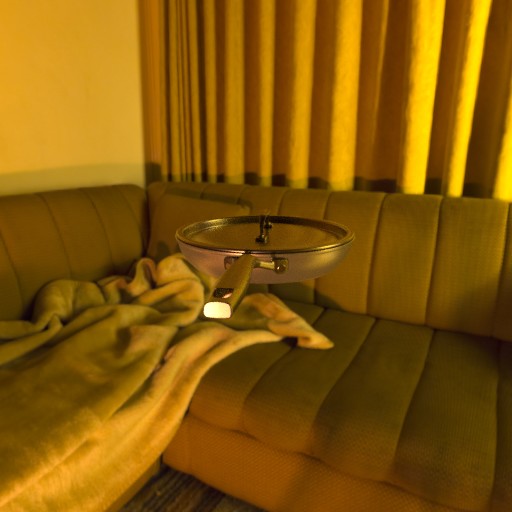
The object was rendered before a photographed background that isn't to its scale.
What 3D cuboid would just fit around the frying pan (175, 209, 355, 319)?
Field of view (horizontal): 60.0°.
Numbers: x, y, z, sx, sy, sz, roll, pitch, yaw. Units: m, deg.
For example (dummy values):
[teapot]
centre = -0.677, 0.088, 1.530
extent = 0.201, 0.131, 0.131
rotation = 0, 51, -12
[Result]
[frying pan]
centre = 0.000, 0.000, 0.582
extent = 0.272, 0.086, 0.490
rotation = 2, 15, 7
